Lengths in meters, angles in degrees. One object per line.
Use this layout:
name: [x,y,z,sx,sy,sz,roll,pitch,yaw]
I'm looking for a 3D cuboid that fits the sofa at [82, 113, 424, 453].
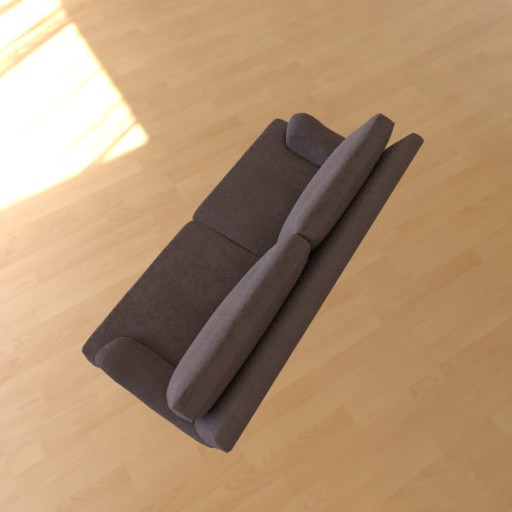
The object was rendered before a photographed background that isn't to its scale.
sofa: [0.000,0.000,2.809,1.086,1.087,2.165,30,67,14]
